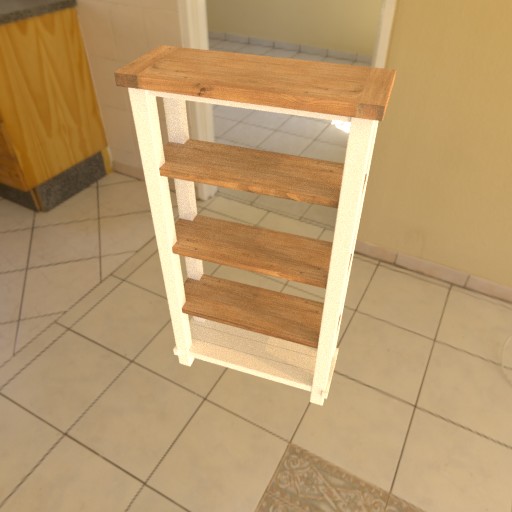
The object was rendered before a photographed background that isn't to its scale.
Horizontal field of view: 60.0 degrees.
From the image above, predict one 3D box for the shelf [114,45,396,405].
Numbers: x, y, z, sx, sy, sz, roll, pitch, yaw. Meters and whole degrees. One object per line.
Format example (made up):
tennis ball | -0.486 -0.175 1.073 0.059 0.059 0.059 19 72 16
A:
shelf | 0.000 0.000 2.318 1.022 1.878 0.381 12 42 14
